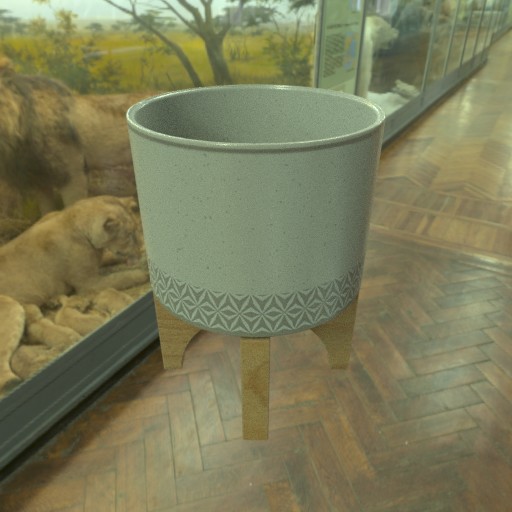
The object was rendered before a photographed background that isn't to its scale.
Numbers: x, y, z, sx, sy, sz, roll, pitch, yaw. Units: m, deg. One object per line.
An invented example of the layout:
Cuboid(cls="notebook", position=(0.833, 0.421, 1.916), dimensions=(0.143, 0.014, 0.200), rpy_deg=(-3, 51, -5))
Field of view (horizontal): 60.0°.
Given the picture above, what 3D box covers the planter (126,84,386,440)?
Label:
Cuboid(cls="planter", position=(0.000, 0.000, 0.273), dimensions=(0.130, 0.178, 0.130), rpy_deg=(0, 31, 0))
